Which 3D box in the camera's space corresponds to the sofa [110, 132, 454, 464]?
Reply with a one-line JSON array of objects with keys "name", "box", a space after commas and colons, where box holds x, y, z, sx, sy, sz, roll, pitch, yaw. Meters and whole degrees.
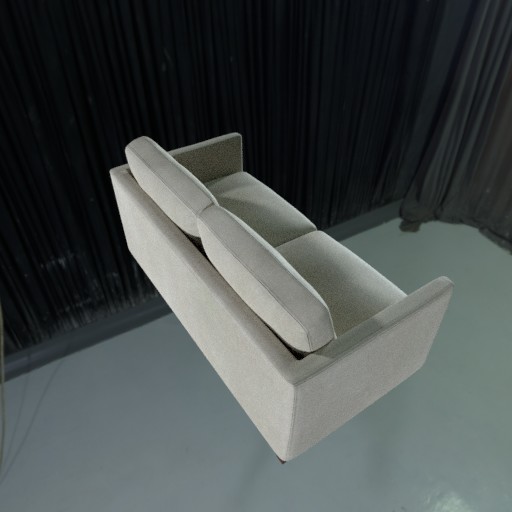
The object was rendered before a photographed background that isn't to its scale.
[{"name": "sofa", "box": [0.000, 0.000, 2.485, 0.950, 0.940, 1.846, -24, 47, -25]}]
